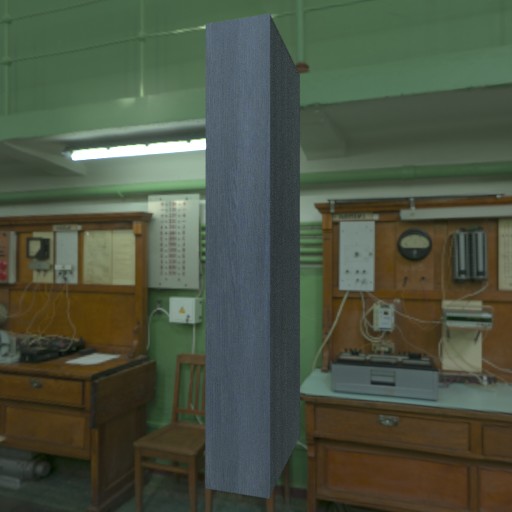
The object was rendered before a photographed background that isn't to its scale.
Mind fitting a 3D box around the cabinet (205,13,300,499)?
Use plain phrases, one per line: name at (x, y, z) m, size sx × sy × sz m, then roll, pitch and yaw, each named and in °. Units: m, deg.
cabinet at (0.000, 0.000, 1.774) m, size 0.255 × 1.630 × 0.520 m, roll 0°, pitch 0°, yaw 17°
